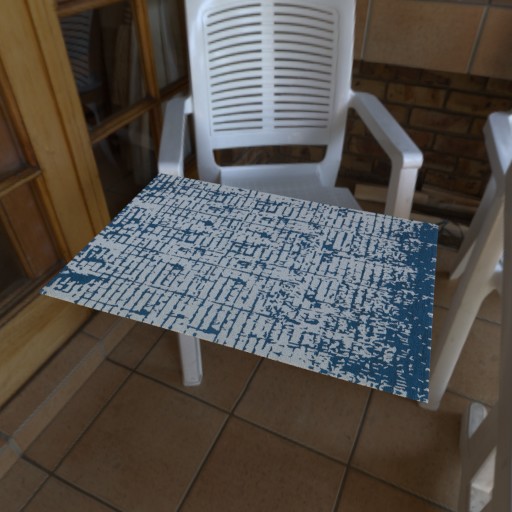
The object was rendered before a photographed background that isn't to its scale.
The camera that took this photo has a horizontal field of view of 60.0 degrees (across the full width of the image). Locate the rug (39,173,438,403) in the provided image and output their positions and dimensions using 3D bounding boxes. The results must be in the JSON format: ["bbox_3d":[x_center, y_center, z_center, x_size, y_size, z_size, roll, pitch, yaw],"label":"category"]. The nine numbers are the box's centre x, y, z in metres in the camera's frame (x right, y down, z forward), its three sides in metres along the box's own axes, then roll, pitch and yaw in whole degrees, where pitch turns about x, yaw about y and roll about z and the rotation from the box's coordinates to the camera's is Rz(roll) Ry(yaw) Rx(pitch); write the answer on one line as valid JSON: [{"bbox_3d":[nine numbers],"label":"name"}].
[{"bbox_3d":[0.000,0.000,2.376,1.828,0.007,1.220,13,42,14],"label":"rug"}]
